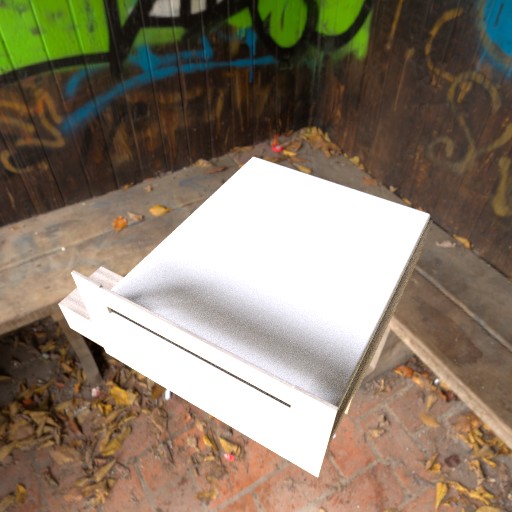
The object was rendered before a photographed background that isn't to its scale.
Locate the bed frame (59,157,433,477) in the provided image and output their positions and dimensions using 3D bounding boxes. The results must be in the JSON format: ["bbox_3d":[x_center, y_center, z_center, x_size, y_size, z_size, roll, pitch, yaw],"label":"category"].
[{"bbox_3d":[0.000,0.000,3.267,2.040,0.860,2.050,23,50,21],"label":"bed frame"}]
